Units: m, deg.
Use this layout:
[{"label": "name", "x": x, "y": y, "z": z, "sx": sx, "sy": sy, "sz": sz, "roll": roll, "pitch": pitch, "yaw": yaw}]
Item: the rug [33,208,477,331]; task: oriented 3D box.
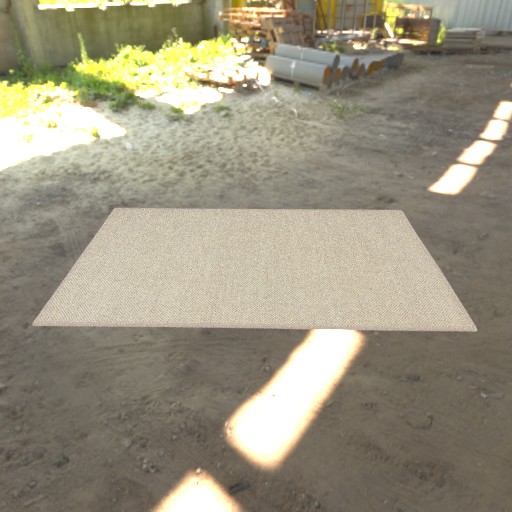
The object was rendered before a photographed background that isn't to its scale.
[{"label": "rug", "x": 0.000, "y": 0.000, "z": 2.120, "sx": 1.676, "sy": 0.013, "sz": 1.067, "roll": 1, "pitch": 30, "yaw": 1}]
